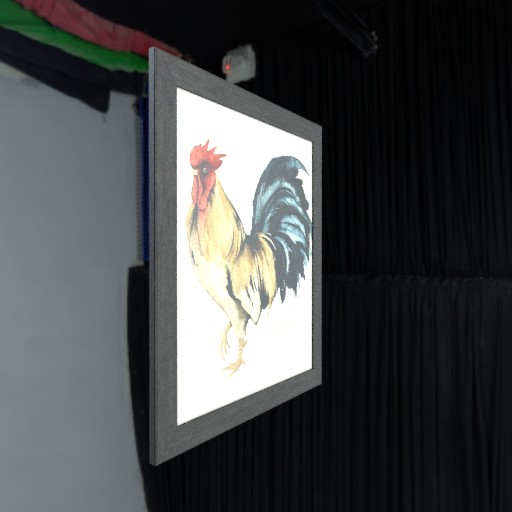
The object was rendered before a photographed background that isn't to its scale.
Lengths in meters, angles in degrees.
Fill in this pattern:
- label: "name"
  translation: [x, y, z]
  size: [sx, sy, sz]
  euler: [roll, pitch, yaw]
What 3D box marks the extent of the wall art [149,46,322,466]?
- label: "wall art"
  translation: [0.000, 0.000, 0.796]
  size: [0.013, 0.570, 0.476]
  euler: [0, 0, 36]
